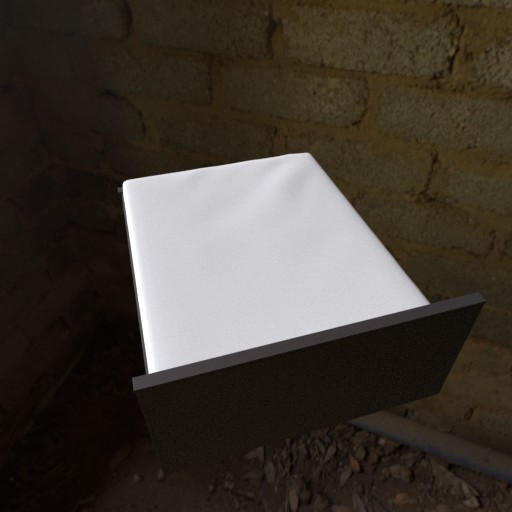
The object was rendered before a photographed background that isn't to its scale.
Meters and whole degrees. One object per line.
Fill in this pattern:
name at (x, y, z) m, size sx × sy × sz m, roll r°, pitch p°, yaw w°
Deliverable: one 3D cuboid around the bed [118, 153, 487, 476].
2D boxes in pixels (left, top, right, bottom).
bed at (0.000, 0.000, 2.929) m, size 1.634 × 0.808 × 2.103 m, roll -11°, pitch 43°, yaw -12°
